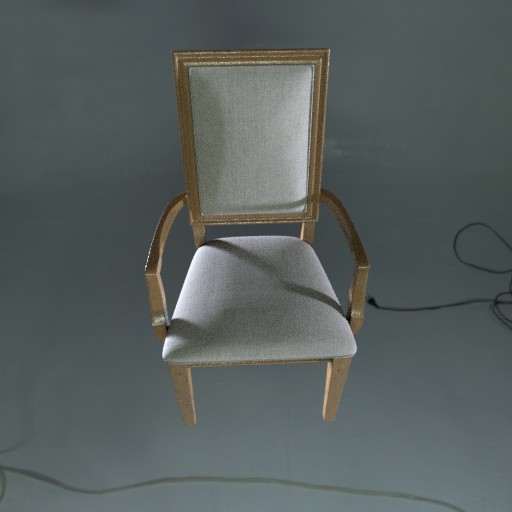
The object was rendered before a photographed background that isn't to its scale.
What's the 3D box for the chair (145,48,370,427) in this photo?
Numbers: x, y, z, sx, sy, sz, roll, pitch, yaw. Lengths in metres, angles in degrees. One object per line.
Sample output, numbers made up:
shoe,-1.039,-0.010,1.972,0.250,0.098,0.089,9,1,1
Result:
chair,0.000,0.000,1.332,0.606,0.990,0.602,-2,46,-2
